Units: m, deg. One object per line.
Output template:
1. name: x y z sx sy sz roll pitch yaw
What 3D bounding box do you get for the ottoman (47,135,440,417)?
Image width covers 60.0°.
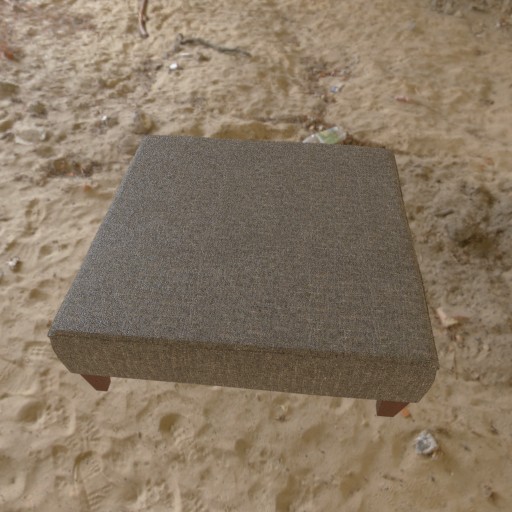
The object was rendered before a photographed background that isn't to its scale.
1. ottoman: 0.000 0.000 1.543 1.016 0.379 0.981 4 47 4
